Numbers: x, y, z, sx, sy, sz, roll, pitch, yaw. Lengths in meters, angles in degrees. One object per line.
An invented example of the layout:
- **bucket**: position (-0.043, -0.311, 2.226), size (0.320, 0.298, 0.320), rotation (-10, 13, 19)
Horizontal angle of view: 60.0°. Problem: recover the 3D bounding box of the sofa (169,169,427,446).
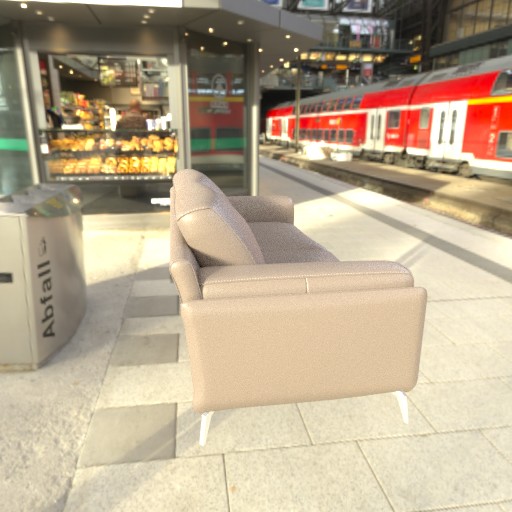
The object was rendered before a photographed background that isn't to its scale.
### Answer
- **sofa**: position (0.000, 0.000, 2.605), size (1.049, 0.930, 2.101), rotation (-3, 17, -10)
